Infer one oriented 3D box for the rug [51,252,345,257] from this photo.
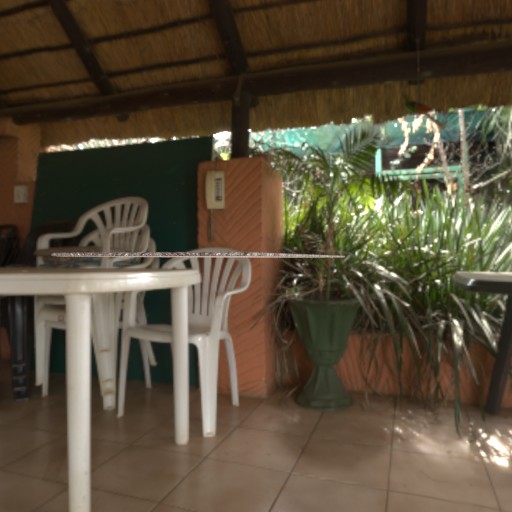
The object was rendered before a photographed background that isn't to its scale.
[{"bbox_3d":[0.000,0.000,2.477,0.719,0.013,2.305,0,0,18],"label":"rug"}]
